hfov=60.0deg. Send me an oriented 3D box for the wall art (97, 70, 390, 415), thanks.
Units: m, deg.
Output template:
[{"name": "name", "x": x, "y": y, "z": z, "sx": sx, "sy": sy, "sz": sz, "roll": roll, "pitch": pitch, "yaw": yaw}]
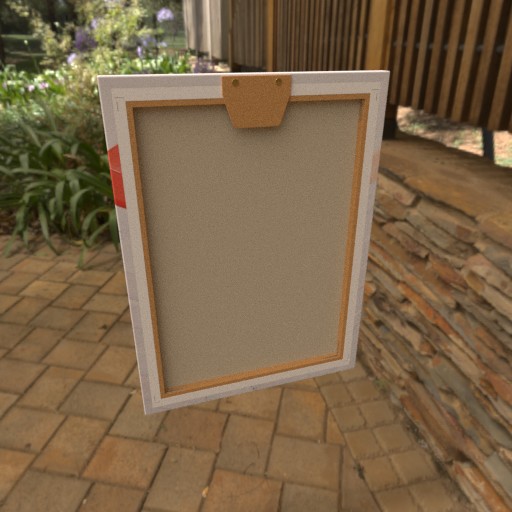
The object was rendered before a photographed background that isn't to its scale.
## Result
[{"name": "wall art", "x": 0.000, "y": 0.000, "z": 1.328, "sx": 0.759, "sy": 1.014, "sz": 0.045, "roll": -8, "pitch": 26, "yaw": -16}]
